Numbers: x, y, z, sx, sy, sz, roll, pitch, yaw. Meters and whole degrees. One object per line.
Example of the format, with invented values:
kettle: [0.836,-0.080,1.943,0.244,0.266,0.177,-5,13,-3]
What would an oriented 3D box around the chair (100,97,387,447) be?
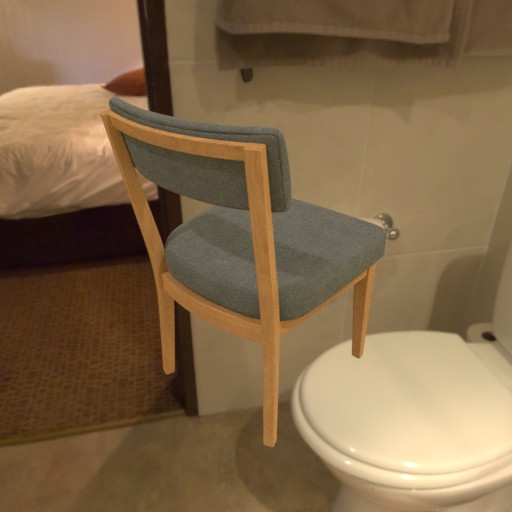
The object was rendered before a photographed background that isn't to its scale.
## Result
chair: [0.000,0.000,1.202,0.508,0.832,0.572,23,36,34]
